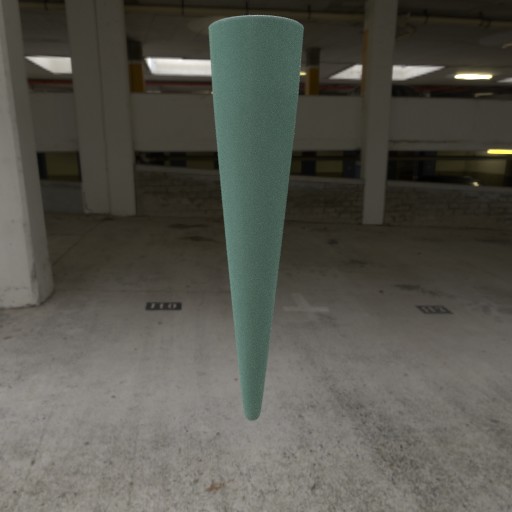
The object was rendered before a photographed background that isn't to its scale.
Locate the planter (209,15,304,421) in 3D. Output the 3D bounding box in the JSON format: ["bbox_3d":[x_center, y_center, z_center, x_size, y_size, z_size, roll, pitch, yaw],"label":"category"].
[{"bbox_3d":[0.000,0.000,0.286,0.054,0.268,0.055,-2,14,-8],"label":"planter"}]
